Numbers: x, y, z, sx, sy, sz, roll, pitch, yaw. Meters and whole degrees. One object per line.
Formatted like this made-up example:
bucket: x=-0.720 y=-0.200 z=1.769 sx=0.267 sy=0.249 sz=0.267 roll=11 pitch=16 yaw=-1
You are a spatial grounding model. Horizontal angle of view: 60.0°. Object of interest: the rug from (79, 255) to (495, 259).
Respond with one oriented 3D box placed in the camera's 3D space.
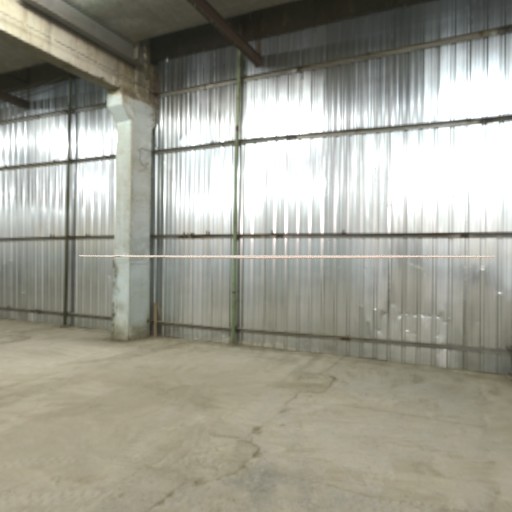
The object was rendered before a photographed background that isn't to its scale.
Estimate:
rug: x=0.000 y=0.000 z=4.289 sx=2.449 sy=0.019 sz=3.357 roll=0 pitch=0 yaw=-36
